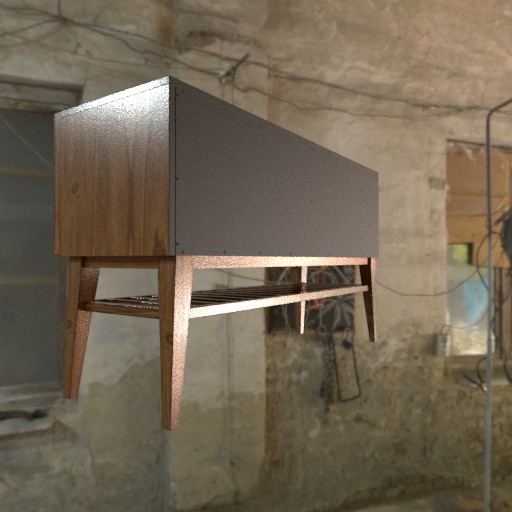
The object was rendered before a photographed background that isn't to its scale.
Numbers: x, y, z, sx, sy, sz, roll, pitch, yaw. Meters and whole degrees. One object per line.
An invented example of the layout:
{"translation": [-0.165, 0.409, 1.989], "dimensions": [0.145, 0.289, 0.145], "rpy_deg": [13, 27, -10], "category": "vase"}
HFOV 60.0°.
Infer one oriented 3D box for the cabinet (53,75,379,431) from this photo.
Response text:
{"translation": [0.000, 0.000, 1.688], "dimensions": [0.477, 0.802, 1.363], "rpy_deg": [0, -1, 35], "category": "cabinet"}
